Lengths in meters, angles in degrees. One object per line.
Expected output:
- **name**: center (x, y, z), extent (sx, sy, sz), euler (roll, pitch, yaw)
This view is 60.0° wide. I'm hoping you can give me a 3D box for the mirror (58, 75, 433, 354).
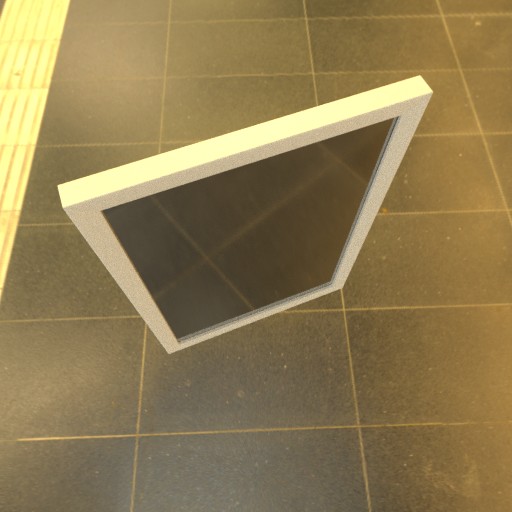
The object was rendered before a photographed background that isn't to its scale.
- **mirror**: center (0.000, 0.000, 0.892), extent (0.507, 0.710, 0.040), euler (-20, 65, -9)
